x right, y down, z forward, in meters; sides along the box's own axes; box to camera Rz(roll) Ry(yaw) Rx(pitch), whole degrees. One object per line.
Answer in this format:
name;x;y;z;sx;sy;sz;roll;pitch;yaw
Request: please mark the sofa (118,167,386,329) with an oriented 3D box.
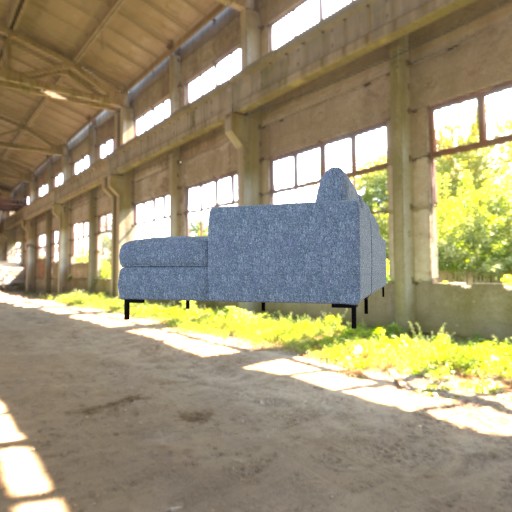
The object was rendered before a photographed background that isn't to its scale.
sofa;0.000;0.000;3.513;1.879;0.756;2.737;-1;-2;19
